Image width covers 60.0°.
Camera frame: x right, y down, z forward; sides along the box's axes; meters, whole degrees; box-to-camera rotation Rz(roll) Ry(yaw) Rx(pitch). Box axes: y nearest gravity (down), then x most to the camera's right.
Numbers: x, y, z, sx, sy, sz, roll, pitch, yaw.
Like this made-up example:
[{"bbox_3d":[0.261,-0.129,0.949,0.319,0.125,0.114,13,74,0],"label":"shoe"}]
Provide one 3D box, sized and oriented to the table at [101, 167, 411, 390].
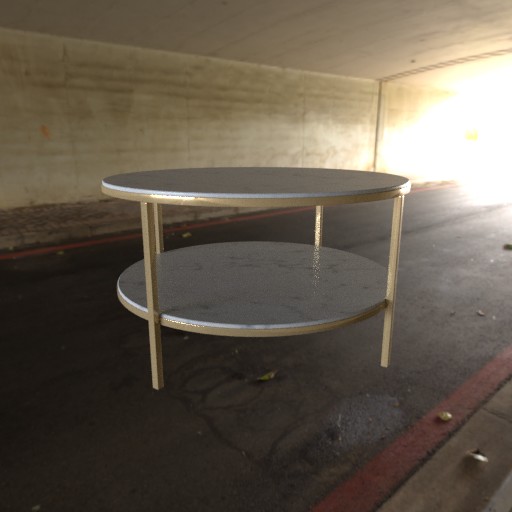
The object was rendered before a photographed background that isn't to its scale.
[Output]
[{"bbox_3d":[0.000,0.000,1.264,0.800,0.450,0.800,0,15,0],"label":"table"}]
